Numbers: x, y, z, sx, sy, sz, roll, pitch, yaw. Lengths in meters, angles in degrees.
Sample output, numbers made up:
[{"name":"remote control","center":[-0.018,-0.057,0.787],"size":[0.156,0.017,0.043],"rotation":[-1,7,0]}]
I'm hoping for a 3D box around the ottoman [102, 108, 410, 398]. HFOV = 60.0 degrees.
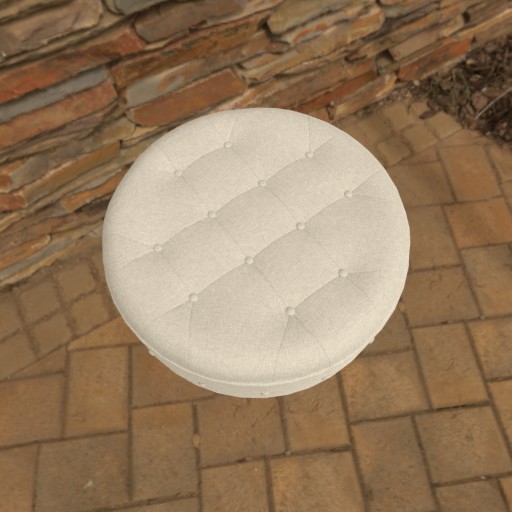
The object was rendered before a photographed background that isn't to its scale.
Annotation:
[{"name":"ottoman","center":[0.000,0.000,1.387],"size":[0.850,0.483,0.850],"rotation":[0,64,0]}]
